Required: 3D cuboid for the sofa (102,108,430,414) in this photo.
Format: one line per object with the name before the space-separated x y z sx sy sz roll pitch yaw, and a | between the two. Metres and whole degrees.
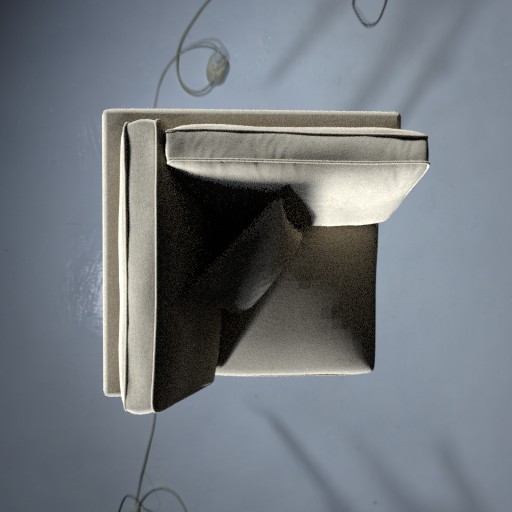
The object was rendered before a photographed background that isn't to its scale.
sofa | 0.000 0.000 1.945 1.146 1.002 1.084 0 90 -2
